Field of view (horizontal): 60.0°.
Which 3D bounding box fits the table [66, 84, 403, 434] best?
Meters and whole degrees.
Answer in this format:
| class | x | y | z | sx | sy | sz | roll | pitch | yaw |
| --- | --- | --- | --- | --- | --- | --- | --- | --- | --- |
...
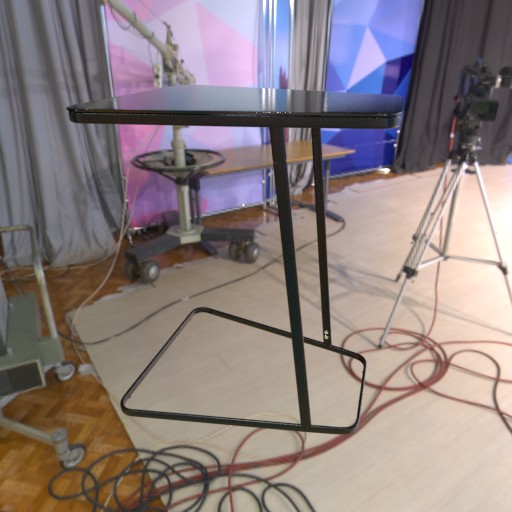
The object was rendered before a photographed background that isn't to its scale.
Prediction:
| class | x | y | z | sx | sy | sz | roll | pitch | yaw |
| --- | --- | --- | --- | --- | --- | --- | --- | --- | --- |
| table | 0.000 | 0.000 | 0.923 | 0.500 | 0.624 | 0.427 | 8 | 27 | 15 |
